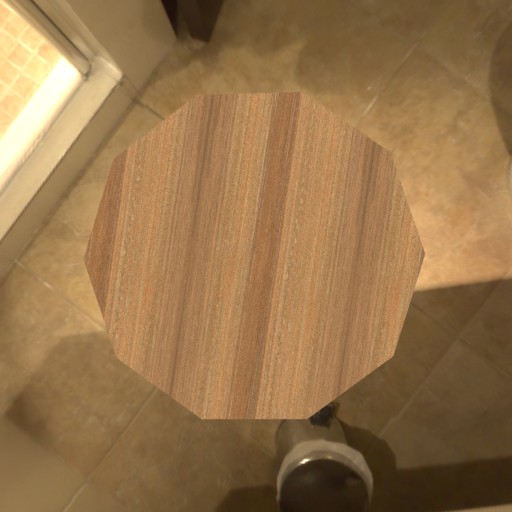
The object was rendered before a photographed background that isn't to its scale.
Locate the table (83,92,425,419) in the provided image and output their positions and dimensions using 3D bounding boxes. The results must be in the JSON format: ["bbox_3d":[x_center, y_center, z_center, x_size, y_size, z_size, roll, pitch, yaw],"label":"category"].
[{"bbox_3d":[0.000,0.000,1.911,1.186,0.752,1.186,0,90,2],"label":"table"}]
